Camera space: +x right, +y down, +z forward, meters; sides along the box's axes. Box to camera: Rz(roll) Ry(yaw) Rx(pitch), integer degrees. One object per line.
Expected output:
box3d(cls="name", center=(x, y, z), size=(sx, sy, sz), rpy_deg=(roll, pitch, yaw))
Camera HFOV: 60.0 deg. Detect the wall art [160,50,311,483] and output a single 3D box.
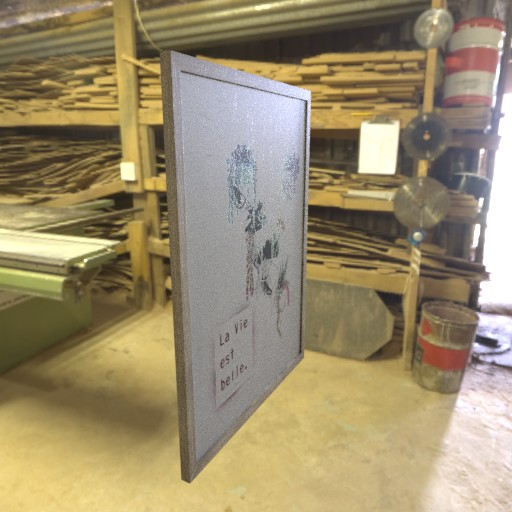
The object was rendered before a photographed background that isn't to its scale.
box3d(cls="wall art", center=(0.000, 0.000, 1.349), size=(0.035, 1.022, 0.781), rpy_deg=(7, 16, 27))
